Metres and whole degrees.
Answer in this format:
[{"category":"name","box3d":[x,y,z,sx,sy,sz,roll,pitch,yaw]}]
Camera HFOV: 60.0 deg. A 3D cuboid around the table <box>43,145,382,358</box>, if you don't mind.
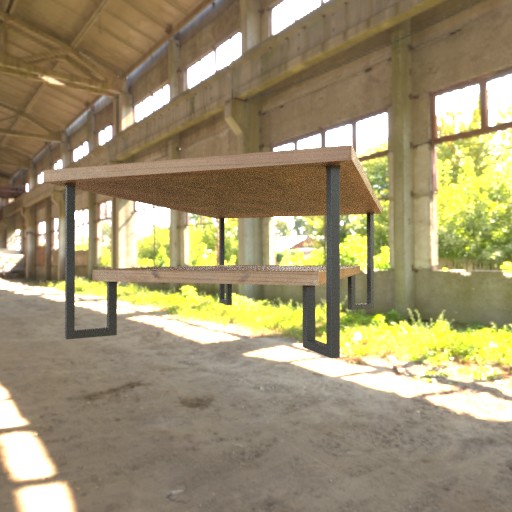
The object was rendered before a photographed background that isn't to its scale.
[{"category":"table","box3d":[0.000,0.000,1.718,0.877,0.492,1.238,0,0,19]}]
